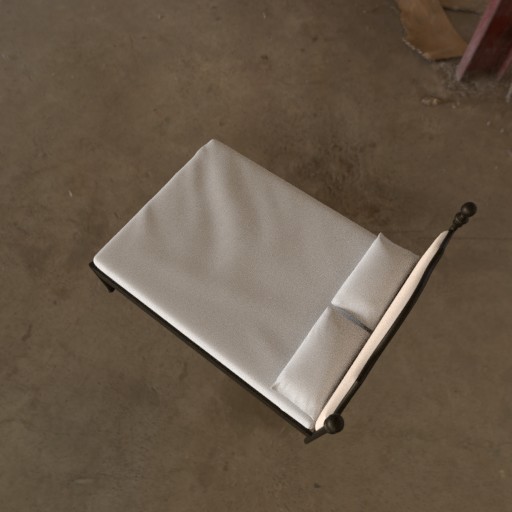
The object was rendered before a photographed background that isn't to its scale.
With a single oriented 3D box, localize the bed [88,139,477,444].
[{"bbox_3d":[0.000,0.000,3.376,2.224,1.499,1.642,34,69,15],"label":"bed"}]
